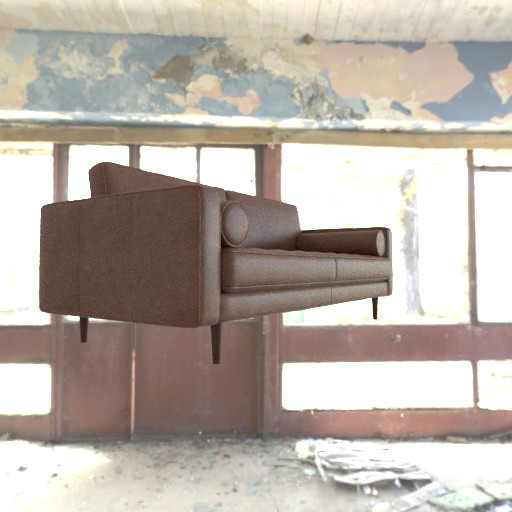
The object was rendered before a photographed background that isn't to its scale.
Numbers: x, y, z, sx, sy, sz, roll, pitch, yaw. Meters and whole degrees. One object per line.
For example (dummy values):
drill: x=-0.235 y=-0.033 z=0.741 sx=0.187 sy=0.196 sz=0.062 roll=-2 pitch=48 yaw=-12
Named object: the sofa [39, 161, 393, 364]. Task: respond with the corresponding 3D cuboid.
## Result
sofa: x=0.000 y=0.000 z=2.323 sx=0.910 sy=0.760 sz=1.870 roll=-1 pitch=-2 yaw=35
